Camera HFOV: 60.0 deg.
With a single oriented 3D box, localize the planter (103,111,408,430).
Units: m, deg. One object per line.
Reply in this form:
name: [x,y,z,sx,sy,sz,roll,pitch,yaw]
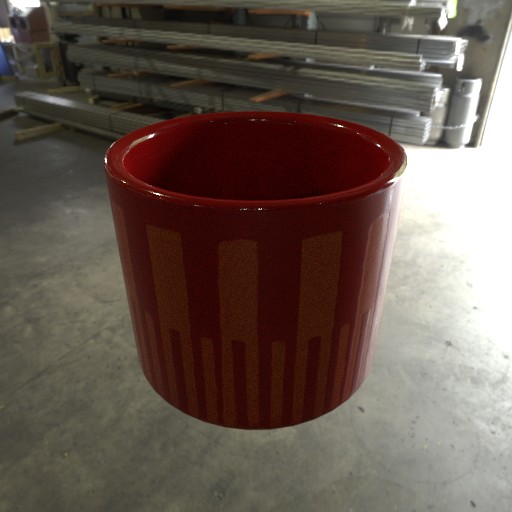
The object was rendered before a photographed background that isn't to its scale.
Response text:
planter: [0.000,0.000,0.396,0.230,0.202,0.230,0,31,0]
